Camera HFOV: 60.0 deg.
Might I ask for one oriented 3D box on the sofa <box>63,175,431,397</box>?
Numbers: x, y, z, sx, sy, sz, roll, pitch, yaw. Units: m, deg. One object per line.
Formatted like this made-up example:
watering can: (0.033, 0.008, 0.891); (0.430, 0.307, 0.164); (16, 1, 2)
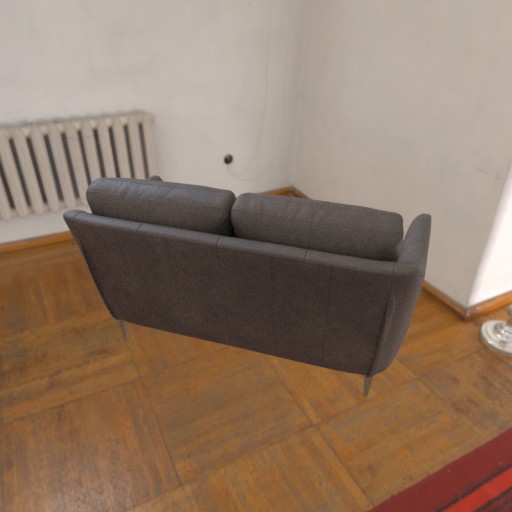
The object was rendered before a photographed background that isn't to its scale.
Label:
sofa: (0.000, 0.000, 2.201); (1.619, 0.902, 0.960); (10, 34, 15)
